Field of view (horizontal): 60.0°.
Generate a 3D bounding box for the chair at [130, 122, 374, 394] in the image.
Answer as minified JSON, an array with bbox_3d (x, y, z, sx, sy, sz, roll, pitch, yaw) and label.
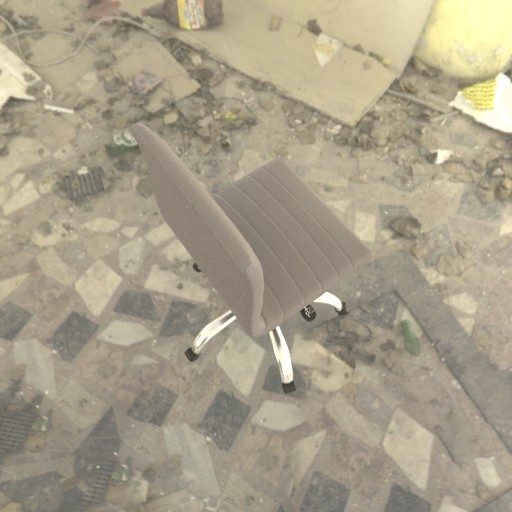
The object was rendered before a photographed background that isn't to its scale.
[{"bbox_3d":[0.000,0.000,1.140,0.530,0.780,0.556,-32,65,-17],"label":"chair"}]
